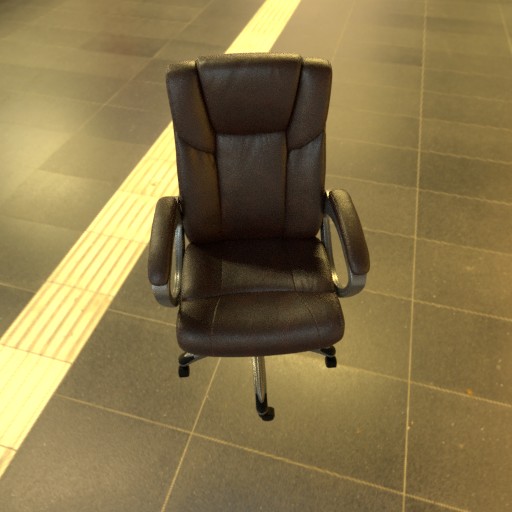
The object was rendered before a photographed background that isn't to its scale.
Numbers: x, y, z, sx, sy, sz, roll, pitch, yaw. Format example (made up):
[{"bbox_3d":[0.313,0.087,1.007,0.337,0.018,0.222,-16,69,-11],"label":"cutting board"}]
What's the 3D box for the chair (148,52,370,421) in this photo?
[{"bbox_3d":[0.000,0.000,1.524,0.656,1.128,0.692,-3,47,-3],"label":"chair"}]
